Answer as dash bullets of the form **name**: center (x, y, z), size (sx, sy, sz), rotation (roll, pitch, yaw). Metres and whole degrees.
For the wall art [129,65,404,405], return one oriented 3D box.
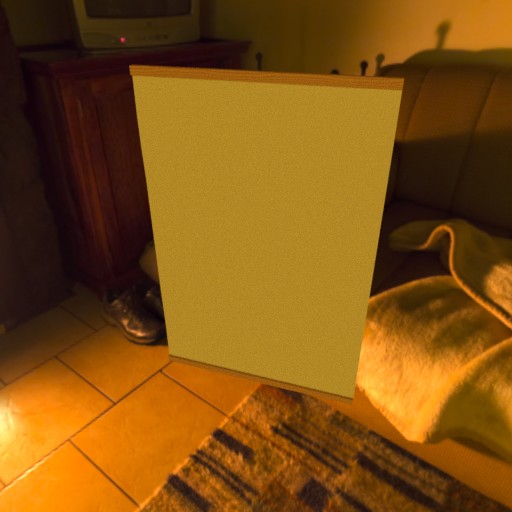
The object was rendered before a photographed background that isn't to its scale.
- **wall art**: center (0.000, 0.000, 1.958), size (1.011, 1.521, 0.025), rotation (9, 32, 15)
